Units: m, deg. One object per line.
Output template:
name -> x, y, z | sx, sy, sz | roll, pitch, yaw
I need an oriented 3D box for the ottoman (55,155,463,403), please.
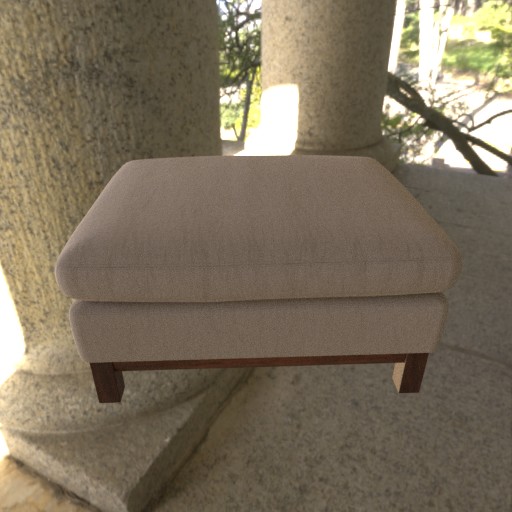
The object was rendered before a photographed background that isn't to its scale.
ottoman -> 0.000, 0.000, 1.120 | 0.771, 0.420, 0.606 | -1, 30, -2
